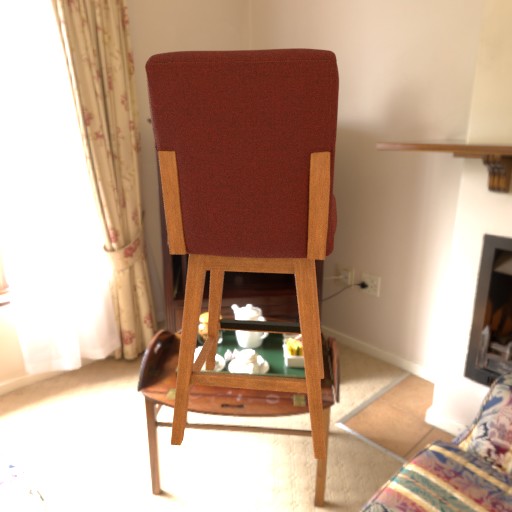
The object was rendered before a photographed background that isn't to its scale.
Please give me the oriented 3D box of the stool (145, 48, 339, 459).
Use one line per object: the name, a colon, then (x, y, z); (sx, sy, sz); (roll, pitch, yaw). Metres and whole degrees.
stool: (0.000, 0.000, 1.307); (0.468, 1.038, 0.562); (2, 16, 7)
